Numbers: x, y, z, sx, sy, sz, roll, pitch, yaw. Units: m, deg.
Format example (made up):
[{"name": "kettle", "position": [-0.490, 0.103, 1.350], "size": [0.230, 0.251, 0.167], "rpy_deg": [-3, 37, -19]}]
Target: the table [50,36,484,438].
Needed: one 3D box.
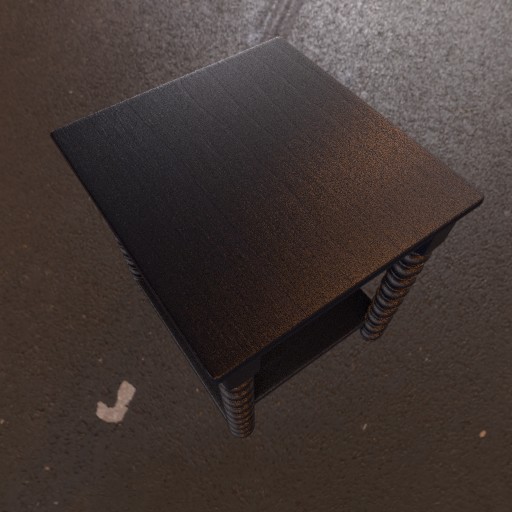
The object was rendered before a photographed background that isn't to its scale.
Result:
[{"name": "table", "position": [0.000, 0.000, 0.960], "size": [0.500, 0.567, 0.533], "rpy_deg": [-31, 62, -18]}]
